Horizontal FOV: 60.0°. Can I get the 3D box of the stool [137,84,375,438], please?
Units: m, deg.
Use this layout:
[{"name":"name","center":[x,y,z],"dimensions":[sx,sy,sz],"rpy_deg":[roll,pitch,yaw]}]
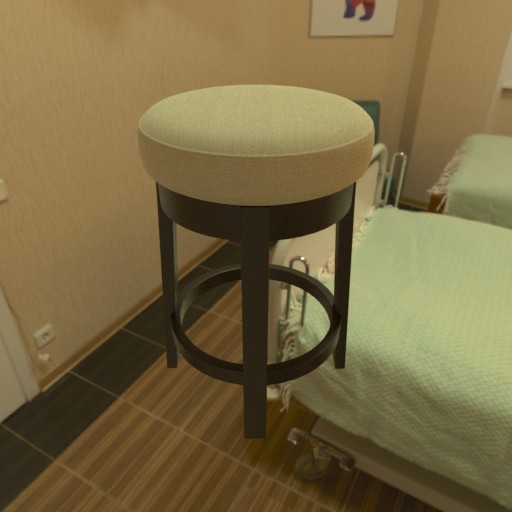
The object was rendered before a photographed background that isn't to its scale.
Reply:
[{"name":"stool","center":[0.000,0.000,0.968],"dimensions":[0.449,0.655,0.449],"rpy_deg":[0,32,0]}]
